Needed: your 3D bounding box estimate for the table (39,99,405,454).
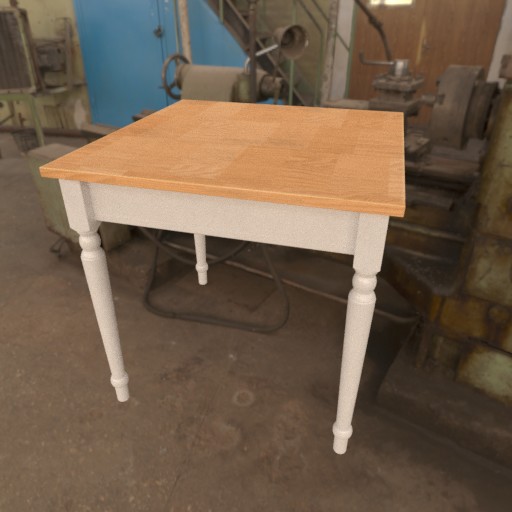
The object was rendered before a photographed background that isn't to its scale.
[{"bbox_3d":[0.000,0.000,1.349,0.747,0.738,0.747,8,31,14],"label":"table"}]
